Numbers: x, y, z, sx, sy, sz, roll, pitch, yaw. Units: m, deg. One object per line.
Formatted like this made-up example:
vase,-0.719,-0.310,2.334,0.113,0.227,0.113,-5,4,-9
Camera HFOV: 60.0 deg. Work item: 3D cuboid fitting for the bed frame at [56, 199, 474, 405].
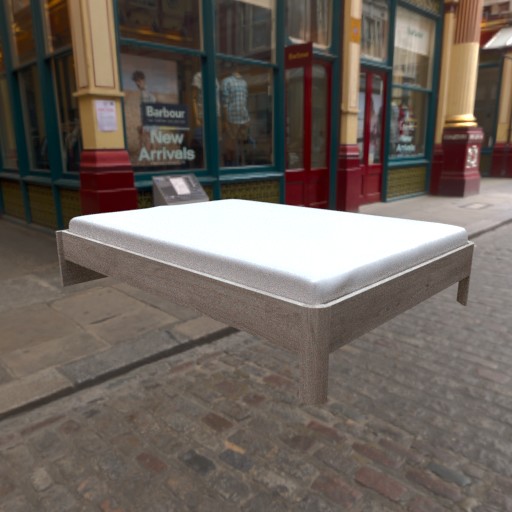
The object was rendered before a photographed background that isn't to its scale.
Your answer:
bed frame,0.000,0.000,2.583,1.950,0.462,1.490,13,19,43
